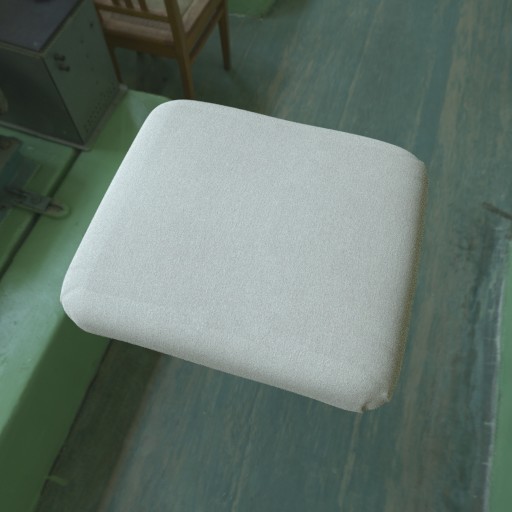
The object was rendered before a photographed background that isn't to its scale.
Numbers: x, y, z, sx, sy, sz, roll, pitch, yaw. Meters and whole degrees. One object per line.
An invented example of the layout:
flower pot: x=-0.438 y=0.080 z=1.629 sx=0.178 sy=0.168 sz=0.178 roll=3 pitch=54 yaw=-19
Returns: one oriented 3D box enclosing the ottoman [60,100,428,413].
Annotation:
ottoman: x=0.000 y=0.000 z=1.140 sx=0.746 sy=0.450 sz=0.639 roll=15 pitch=65 yaw=7
